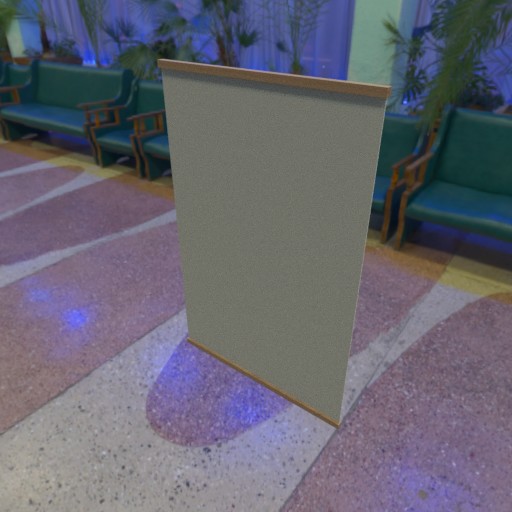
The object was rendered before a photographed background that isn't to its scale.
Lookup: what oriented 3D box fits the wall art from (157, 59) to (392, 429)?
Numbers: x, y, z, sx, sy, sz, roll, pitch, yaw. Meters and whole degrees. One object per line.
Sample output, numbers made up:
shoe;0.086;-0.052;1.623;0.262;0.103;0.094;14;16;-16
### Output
wall art;0.000;0.000;1.950;0.990;1.519;0.030;21;37;31
